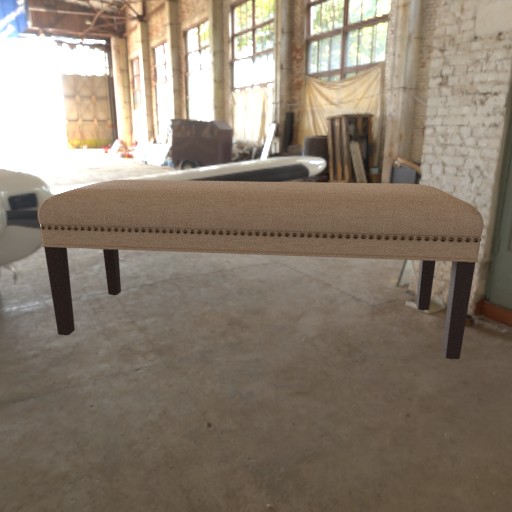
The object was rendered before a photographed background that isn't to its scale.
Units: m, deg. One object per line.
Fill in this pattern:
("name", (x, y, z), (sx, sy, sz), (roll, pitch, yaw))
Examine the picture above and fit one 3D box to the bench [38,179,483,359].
("bench", (0.000, 0.000, 1.433), (1.219, 0.457, 0.410), (2, 16, 7))
